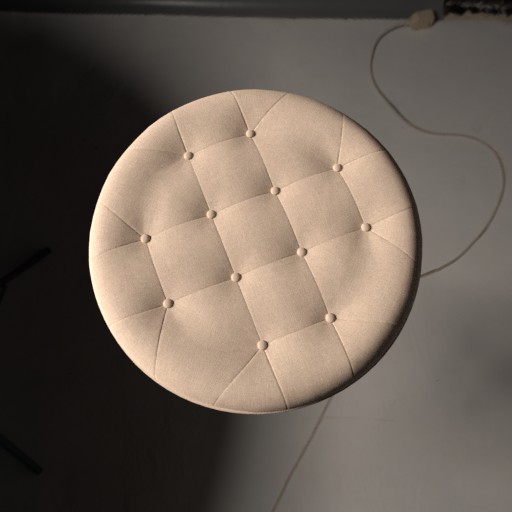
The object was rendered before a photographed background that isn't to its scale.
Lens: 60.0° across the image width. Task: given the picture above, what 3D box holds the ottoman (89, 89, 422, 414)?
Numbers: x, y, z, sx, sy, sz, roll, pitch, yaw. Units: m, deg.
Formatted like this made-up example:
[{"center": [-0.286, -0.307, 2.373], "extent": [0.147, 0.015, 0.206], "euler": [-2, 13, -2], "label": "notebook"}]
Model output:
[{"center": [0.000, 0.000, 1.301], "extent": [0.848, 0.494, 0.848], "euler": [0, 76, 0], "label": "ottoman"}]
